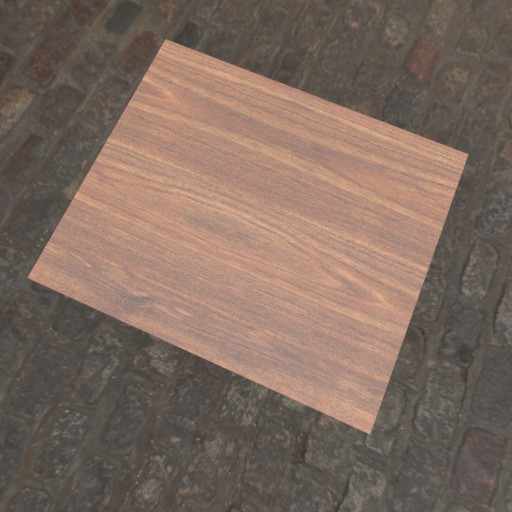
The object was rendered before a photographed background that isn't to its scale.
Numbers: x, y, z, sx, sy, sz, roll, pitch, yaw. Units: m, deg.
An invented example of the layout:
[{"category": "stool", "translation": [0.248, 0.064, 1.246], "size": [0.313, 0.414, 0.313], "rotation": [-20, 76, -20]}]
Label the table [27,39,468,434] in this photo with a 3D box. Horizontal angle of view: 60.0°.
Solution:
[{"category": "table", "translation": [0.000, 0.000, 1.141], "size": [0.660, 0.635, 0.559], "rotation": [23, 77, 6]}]
